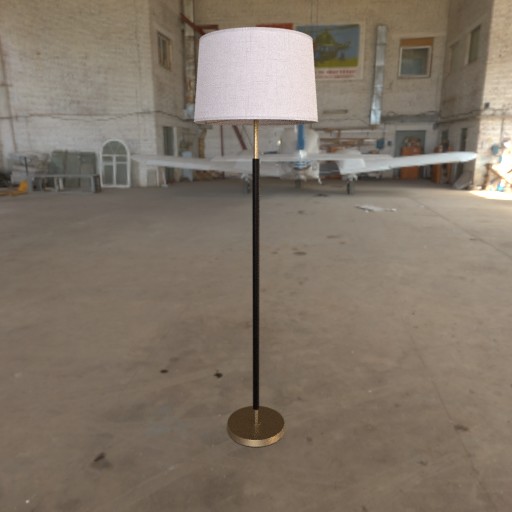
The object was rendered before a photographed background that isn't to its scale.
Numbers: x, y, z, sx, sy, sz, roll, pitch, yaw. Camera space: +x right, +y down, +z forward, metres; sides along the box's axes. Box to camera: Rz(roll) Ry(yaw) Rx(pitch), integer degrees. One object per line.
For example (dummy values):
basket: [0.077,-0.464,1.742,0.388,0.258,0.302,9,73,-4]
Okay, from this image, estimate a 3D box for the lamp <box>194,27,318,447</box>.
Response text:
lamp: [0.000,0.000,1.627,0.420,1.447,0.420,0,14,0]
